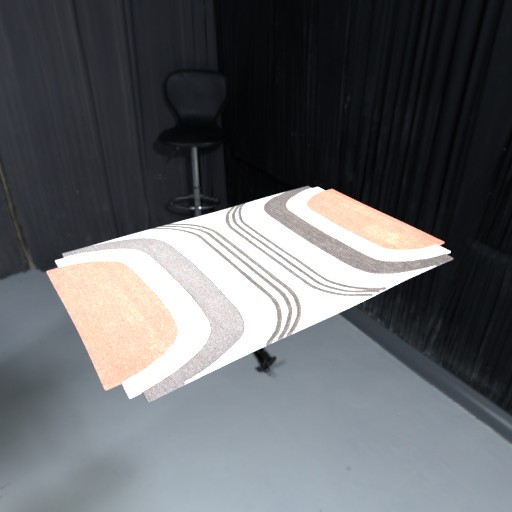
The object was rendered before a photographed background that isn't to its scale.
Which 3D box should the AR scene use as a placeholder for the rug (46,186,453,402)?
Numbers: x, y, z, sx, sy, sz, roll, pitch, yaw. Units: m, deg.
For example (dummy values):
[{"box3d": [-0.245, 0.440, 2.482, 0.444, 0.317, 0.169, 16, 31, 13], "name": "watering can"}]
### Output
[{"box3d": [0.000, 0.000, 3.001, 2.446, 0.017, 1.530, -19, 36, -28], "name": "rug"}]
